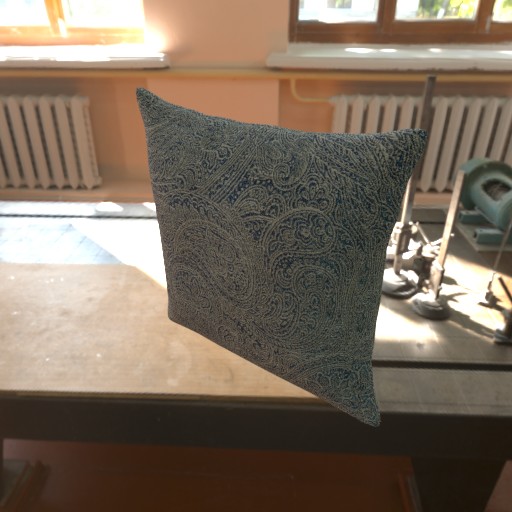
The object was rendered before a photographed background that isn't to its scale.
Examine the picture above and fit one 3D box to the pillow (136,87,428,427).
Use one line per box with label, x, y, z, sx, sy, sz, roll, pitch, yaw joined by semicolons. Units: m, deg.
pillow;0.000;0.000;0.772;0.523;0.510;0.166;21;35;32
